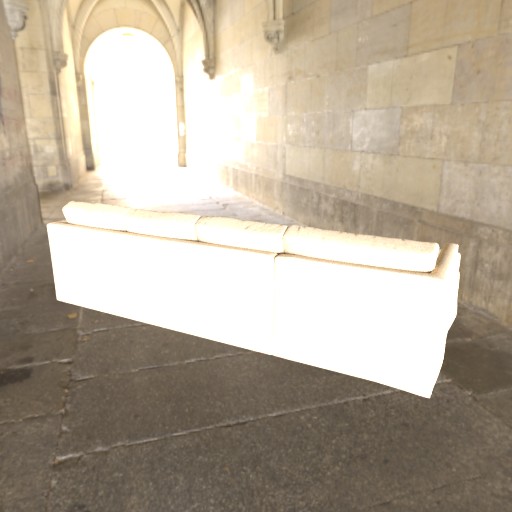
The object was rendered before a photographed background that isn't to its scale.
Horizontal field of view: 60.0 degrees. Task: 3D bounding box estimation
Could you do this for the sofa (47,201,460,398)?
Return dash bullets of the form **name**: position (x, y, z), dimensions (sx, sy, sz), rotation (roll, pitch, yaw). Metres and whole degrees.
- **sofa**: position (0.000, 0.000, 3.830), dimensions (3.205, 0.922, 1.650), rotation (8, 18, 27)
